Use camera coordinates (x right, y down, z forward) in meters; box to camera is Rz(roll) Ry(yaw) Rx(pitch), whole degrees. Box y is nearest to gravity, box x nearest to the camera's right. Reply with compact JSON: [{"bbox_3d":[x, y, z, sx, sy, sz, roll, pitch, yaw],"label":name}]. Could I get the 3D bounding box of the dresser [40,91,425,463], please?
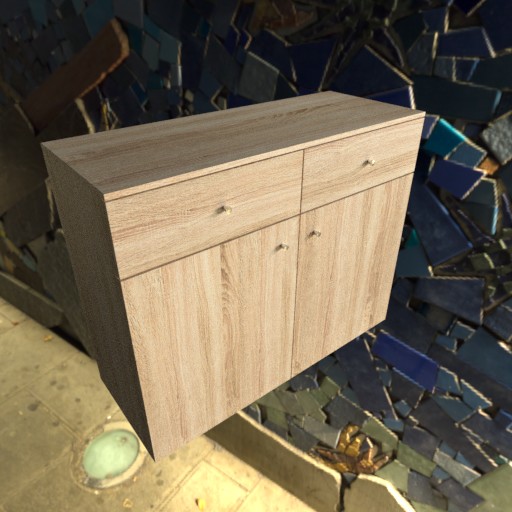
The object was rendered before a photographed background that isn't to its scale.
[{"bbox_3d":[0.000,0.000,1.547,1.100,0.900,0.450,-22,38,-32],"label":"dresser"}]
